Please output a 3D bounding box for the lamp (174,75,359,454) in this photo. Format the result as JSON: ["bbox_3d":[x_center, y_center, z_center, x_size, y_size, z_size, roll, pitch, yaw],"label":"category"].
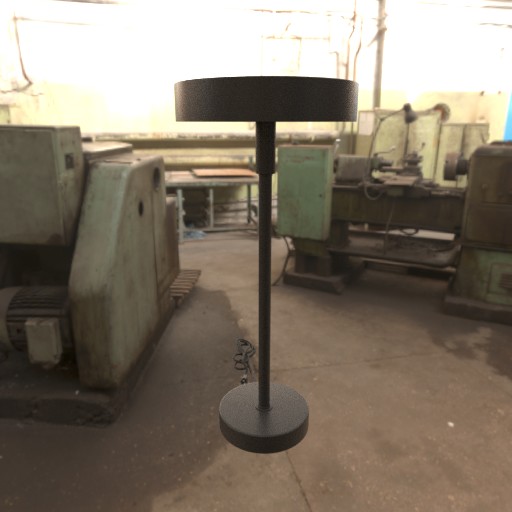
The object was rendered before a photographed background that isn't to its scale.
[{"bbox_3d":[0.000,0.000,0.694,0.229,0.508,0.369,-3,17,-10],"label":"lamp"}]
